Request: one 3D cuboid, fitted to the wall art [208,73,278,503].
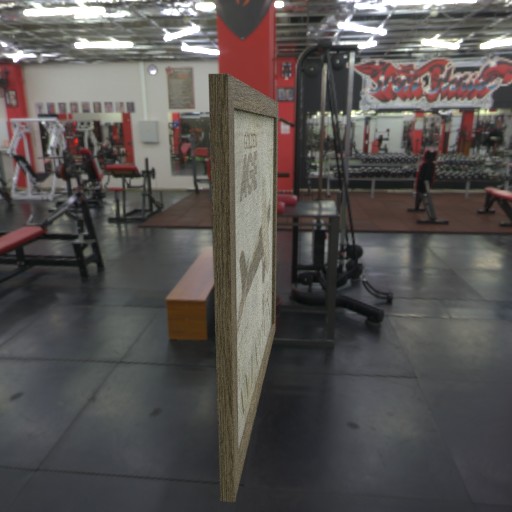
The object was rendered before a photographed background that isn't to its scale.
[{"bbox_3d":[0.000,0.000,0.736,0.019,0.508,0.508,2,16,8],"label":"wall art"}]
